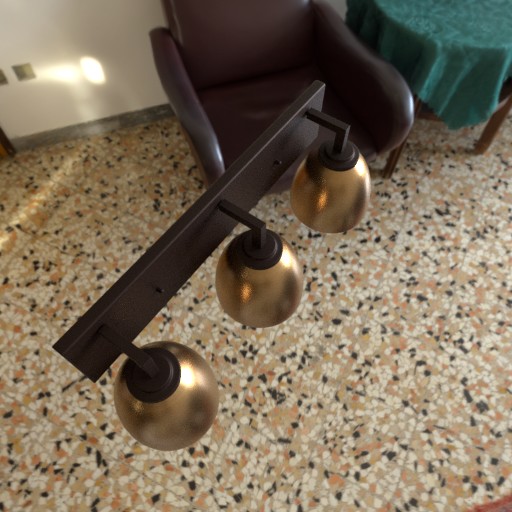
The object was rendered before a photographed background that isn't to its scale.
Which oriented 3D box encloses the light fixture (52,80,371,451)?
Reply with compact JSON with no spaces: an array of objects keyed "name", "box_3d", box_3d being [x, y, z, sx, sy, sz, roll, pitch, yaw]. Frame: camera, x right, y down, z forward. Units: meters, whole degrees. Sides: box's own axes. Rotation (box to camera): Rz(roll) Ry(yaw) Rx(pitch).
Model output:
[{"name":"light fixture","box_3d":[0.000,0.000,0.654,0.157,0.204,0.582,32,64,17]}]
